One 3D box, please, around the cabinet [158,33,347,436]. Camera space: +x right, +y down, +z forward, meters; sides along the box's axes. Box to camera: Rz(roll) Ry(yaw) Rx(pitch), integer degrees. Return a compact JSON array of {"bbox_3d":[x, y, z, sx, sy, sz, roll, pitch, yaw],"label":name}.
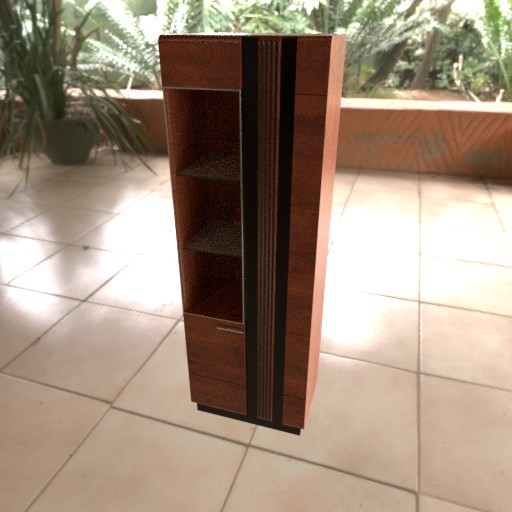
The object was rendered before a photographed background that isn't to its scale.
[{"bbox_3d":[0.000,0.000,2.212,0.660,1.980,0.420,8,29,15],"label":"cabinet"}]
